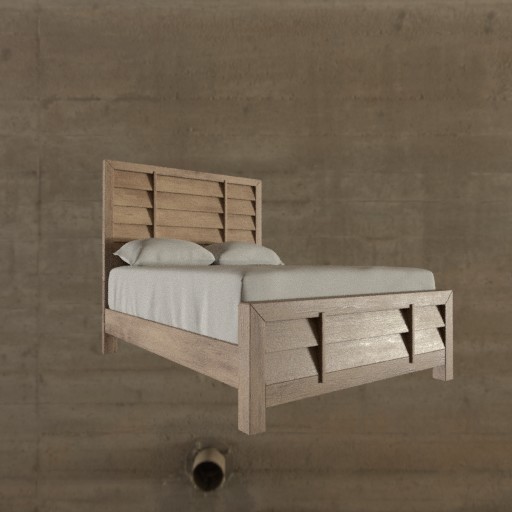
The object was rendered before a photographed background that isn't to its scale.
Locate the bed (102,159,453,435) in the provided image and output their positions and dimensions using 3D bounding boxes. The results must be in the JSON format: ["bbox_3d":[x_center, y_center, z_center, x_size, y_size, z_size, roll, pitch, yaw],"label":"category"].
[{"bbox_3d":[0.000,0.000,3.327,1.626,1.626,2.197,0,-1,-36],"label":"bed"}]
